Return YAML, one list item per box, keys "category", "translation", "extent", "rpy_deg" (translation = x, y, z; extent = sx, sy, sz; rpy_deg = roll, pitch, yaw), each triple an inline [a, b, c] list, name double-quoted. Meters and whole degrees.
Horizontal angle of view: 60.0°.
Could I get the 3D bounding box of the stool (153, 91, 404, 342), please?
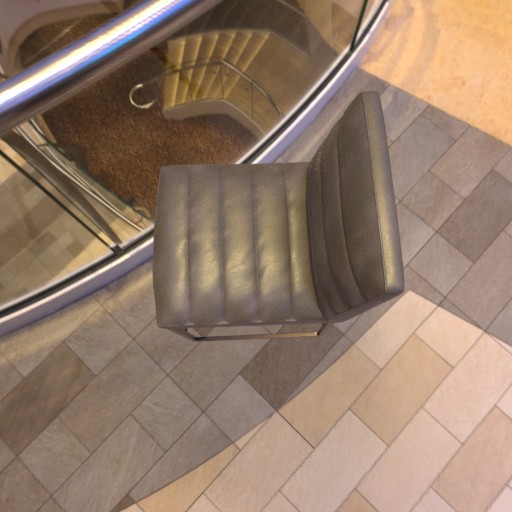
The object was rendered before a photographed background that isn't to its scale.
- category: "stool"
  translation: [0.000, 0.000, 1.385]
  extent: [0.562, 1.065, 0.463]
  rpy_deg: [-2, 75, -1]
